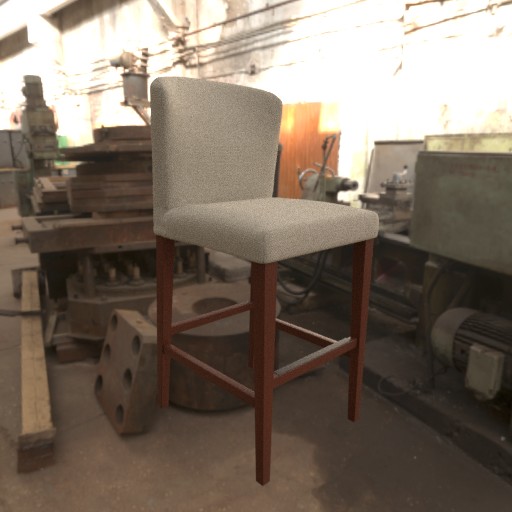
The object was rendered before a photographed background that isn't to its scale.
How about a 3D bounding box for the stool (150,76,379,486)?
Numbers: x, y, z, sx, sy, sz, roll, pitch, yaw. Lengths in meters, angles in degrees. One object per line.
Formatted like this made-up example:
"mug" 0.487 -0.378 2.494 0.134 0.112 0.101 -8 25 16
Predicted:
"stool" 0.000 0.000 1.350 0.481 1.069 0.568 -12 18 -42
